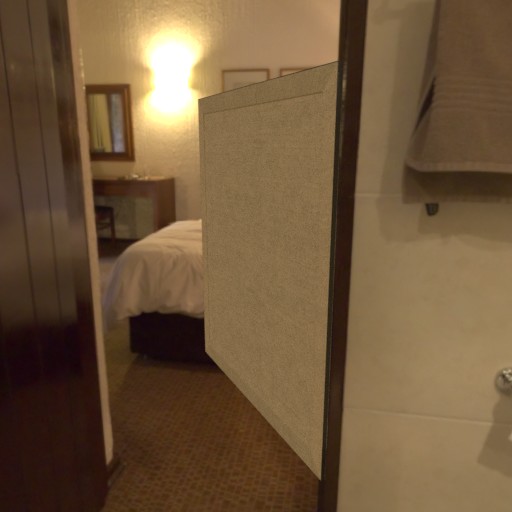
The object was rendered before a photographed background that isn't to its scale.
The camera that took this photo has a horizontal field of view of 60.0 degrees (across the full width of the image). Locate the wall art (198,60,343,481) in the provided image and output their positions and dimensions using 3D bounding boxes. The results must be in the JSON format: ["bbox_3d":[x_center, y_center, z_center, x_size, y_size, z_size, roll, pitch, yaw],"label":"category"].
[{"bbox_3d":[0.000,0.000,0.633,0.023,0.457,0.381,-7,15,-26],"label":"wall art"}]
